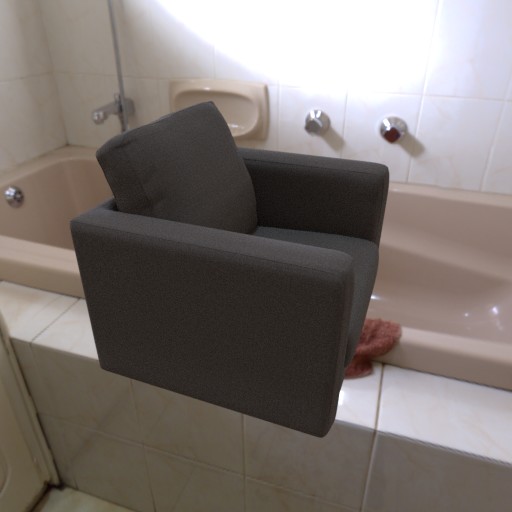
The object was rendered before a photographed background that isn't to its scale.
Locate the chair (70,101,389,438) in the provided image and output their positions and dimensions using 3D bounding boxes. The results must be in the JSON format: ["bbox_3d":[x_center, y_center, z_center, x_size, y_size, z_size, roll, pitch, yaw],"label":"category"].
[{"bbox_3d":[0.000,0.000,1.537,0.800,0.927,0.854,11,31,18],"label":"chair"}]
